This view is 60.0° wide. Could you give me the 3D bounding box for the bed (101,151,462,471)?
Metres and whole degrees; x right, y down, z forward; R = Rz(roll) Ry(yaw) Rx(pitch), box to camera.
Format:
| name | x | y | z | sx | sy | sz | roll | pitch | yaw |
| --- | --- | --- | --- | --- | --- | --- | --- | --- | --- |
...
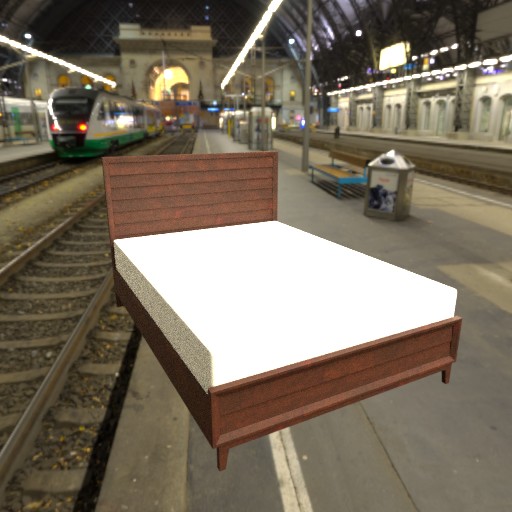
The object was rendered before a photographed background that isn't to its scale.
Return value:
| name | x | y | z | sx | sy | sz | roll | pitch | yaw |
| --- | --- | --- | --- | --- | --- | --- | --- | --- | --- |
| bed | 0.000 | 0.000 | 3.120 | 1.600 | 1.270 | 2.184 | -9 | 19 | -27 |
